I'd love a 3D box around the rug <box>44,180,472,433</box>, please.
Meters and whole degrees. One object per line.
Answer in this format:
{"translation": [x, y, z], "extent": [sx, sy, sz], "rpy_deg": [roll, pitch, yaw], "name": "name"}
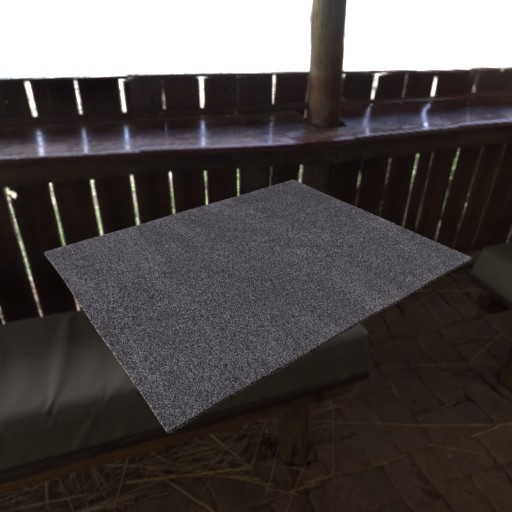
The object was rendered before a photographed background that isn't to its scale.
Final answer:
{"translation": [0.000, 0.000, 3.968], "extent": [3.000, 0.025, 2.401], "rpy_deg": [-21, 37, -31], "name": "rug"}
